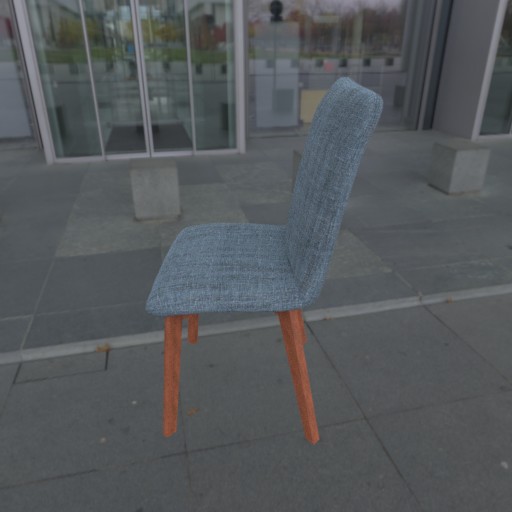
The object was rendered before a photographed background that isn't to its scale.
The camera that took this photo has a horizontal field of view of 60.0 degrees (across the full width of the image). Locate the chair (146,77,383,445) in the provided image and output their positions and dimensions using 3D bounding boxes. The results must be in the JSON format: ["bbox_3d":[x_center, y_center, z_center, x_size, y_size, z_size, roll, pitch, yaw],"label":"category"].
[{"bbox_3d":[0.000,0.000,1.322,0.563,0.974,0.522,1,26,1],"label":"chair"}]
